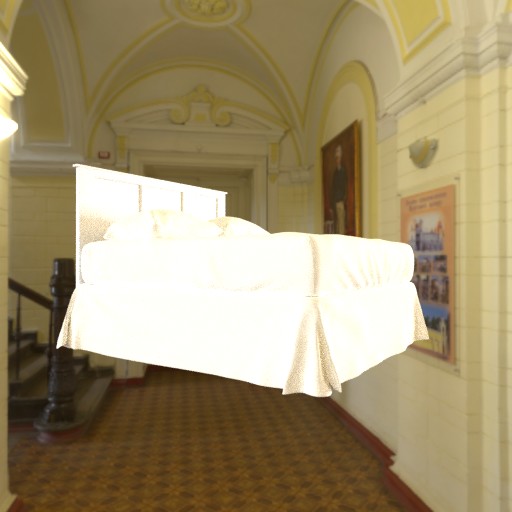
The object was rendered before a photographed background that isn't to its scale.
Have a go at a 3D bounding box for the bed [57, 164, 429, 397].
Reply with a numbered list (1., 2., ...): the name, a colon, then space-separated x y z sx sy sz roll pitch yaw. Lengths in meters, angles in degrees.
1. bed: 0.000 0.000 3.190 2.047 1.269 1.876 0 0 35
